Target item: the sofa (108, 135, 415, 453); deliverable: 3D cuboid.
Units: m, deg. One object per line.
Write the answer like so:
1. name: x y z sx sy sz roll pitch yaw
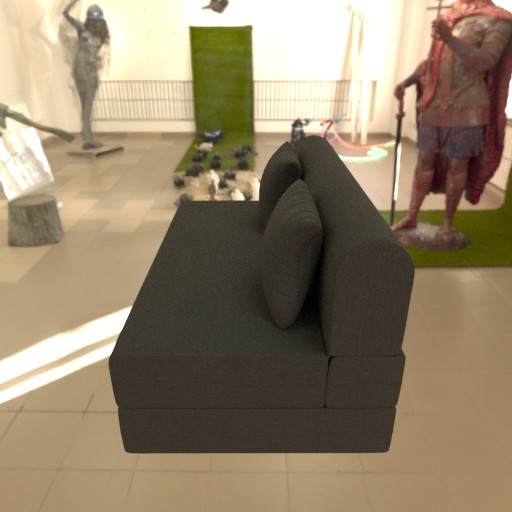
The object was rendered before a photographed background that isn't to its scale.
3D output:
1. sofa: 0.000 0.000 1.673 0.762 0.670 1.225 0 26 0
